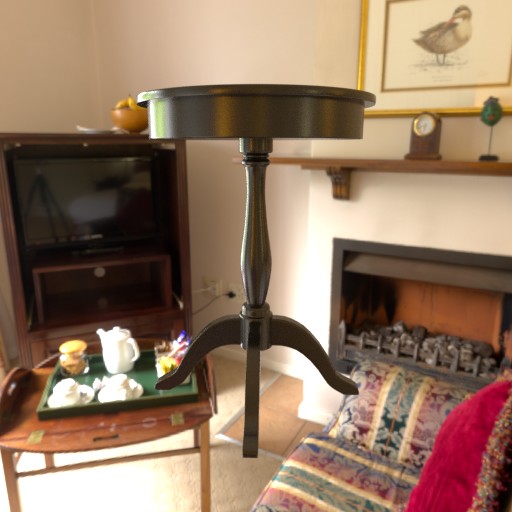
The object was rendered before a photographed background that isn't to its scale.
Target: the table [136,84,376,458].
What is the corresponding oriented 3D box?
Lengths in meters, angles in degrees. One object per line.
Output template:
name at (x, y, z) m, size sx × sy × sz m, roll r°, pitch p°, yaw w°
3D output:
table at (0.000, 0.000, 0.989) m, size 0.481 × 0.665 × 0.481 m, roll 0°, pitch 14°, yaw 0°
